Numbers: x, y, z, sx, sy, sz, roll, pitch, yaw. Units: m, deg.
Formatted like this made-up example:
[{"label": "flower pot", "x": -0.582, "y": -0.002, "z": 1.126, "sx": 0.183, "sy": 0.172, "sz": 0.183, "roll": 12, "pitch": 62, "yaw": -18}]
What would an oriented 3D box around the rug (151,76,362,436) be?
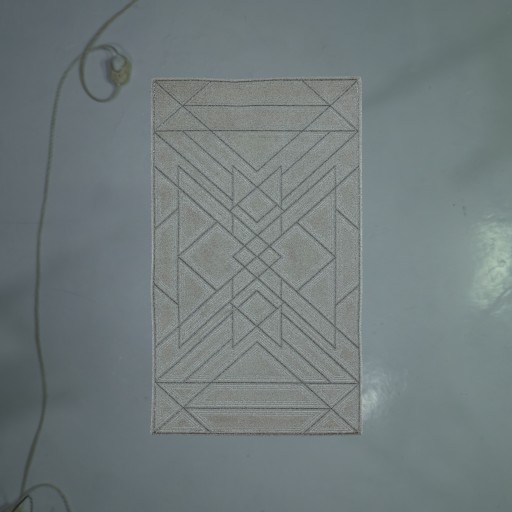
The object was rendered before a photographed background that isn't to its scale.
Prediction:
[{"label": "rug", "x": 0.000, "y": 0.000, "z": 1.073, "sx": 0.511, "sy": 0.008, "sz": 0.869, "roll": 0, "pitch": 89, "yaw": 1}]
